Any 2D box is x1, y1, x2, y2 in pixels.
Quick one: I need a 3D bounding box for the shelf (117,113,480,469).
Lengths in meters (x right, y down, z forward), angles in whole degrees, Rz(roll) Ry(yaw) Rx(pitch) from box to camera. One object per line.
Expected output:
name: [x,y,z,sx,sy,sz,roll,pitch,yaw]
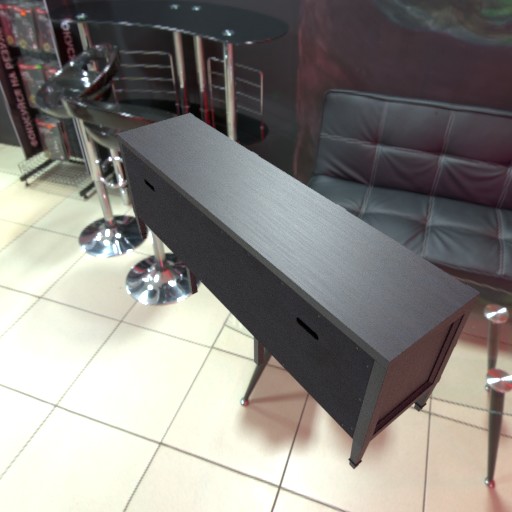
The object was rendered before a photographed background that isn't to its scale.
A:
shelf: [0.000,0.000,2.177,0.471,0.715,1.878,-26,47,-28]
